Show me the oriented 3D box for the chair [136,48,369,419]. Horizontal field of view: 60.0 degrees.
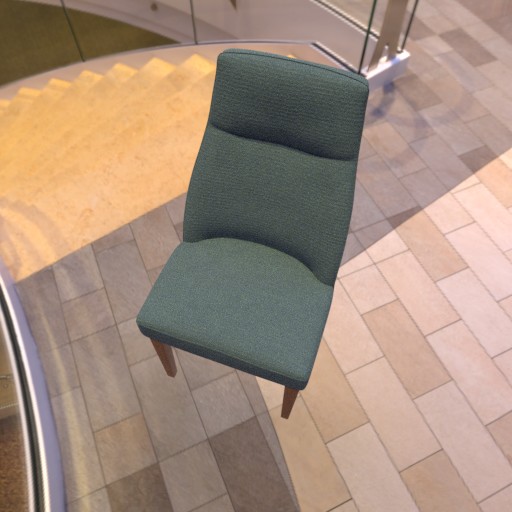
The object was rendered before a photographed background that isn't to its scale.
[{"bbox_3d":[0.000,0.000,1.305,0.500,0.930,0.620,17,60,10],"label":"chair"}]
